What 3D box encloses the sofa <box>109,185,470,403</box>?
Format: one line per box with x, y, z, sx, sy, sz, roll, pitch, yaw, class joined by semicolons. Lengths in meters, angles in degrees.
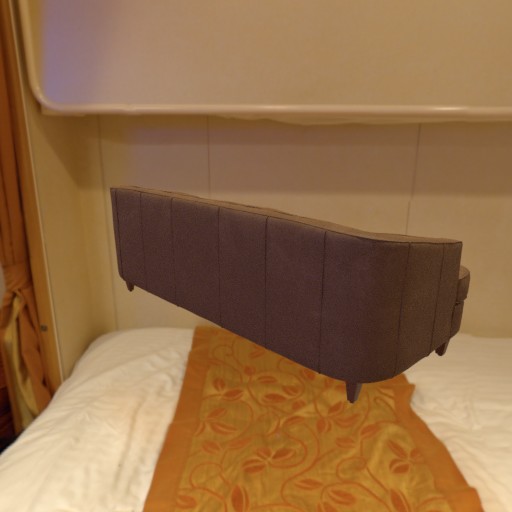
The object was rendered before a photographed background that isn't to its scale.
0.000;0.000;2.684;0.927;0.787;2.227;-15;22;-42;sofa
